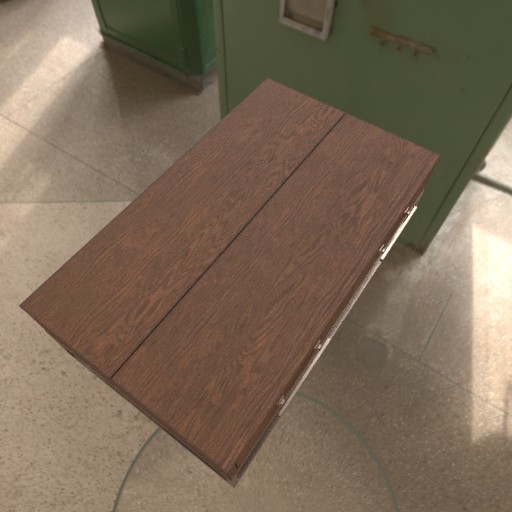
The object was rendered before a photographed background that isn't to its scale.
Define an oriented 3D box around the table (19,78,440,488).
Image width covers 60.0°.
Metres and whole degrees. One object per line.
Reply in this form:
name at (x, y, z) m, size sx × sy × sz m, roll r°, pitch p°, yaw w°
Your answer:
table at (0.000, 0.000, 1.471) m, size 0.719 × 0.361 × 1.167 m, roll 31°, pitch 63°, yaw 18°
